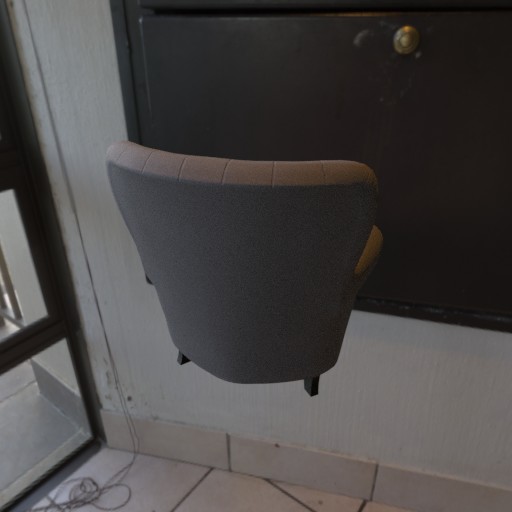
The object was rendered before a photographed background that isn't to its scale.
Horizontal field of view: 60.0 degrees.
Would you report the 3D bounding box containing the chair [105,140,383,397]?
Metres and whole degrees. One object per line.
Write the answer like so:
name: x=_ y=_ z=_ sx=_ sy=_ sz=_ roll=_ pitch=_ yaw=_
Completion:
chair: x=0.000 y=0.000 z=1.842 sx=0.983 sy=1.046 sz=0.983 roll=9 pitch=30 yaw=16
